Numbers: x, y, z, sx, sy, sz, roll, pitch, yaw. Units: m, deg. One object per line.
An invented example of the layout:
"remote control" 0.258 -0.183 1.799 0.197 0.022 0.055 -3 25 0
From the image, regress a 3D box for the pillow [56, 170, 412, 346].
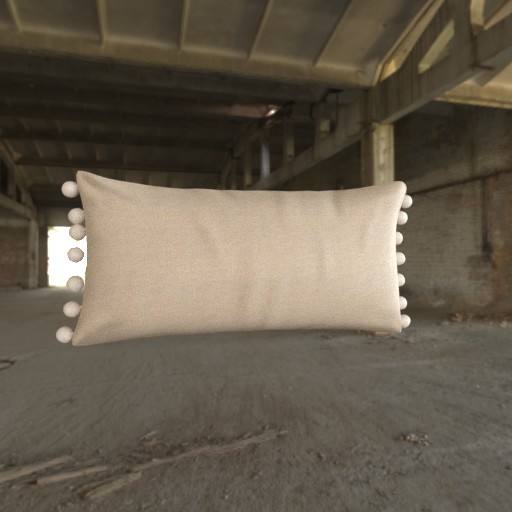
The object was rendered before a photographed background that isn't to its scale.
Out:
"pillow" 0.000 0.000 0.851 0.709 0.322 0.201 0 -1 -16
